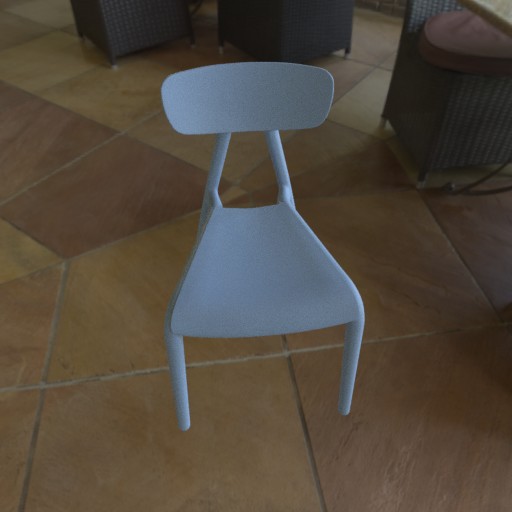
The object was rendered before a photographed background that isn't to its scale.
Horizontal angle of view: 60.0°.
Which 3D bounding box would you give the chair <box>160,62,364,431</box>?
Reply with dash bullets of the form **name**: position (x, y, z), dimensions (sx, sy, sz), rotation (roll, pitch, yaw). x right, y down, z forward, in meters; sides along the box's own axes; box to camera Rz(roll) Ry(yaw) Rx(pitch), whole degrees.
- **chair**: position (0.000, 0.000, 0.841), dimensions (0.356, 0.580, 0.401), rotation (-4, 46, -4)
